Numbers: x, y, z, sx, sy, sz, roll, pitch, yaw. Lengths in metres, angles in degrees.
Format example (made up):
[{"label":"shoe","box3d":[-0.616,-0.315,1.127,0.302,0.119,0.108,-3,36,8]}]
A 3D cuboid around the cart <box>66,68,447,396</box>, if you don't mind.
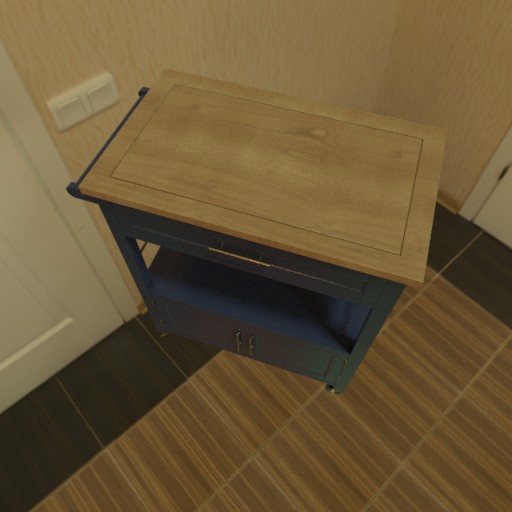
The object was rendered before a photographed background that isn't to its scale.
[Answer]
[{"label":"cart","box3d":[0.000,0.000,1.427,0.840,0.901,0.459,16,59,10]}]
